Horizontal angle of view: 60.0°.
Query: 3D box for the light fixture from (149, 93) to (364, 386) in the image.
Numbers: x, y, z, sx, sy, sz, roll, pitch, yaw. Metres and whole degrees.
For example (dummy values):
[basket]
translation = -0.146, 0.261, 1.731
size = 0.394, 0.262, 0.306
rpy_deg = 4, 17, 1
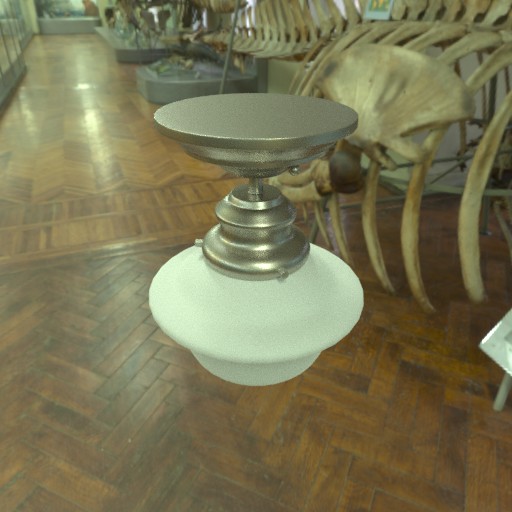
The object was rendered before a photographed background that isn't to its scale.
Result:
[light fixture]
translation = 0.000, 0.000, 0.400
size = 0.199, 0.254, 0.199
rpy_deg = 0, 30, 0
